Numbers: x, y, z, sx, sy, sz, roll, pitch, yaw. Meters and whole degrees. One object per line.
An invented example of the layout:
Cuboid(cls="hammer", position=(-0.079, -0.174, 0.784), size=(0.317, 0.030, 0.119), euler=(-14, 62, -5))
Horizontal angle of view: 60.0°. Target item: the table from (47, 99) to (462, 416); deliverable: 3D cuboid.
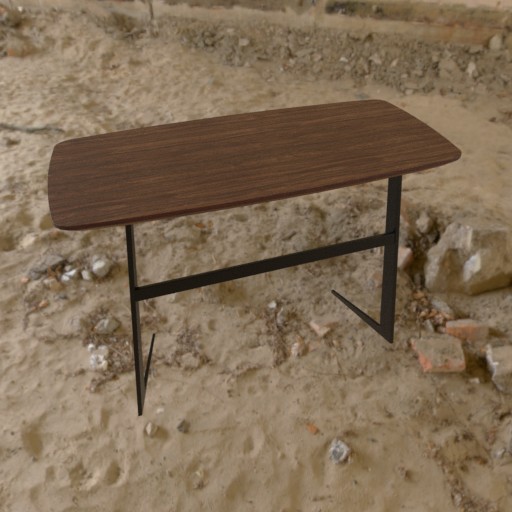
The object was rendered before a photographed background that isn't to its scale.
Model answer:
Cuboid(cls="table", position=(0.000, 0.000, 1.092), size=(0.804, 0.576, 0.361), euler=(-12, 41, -14))
